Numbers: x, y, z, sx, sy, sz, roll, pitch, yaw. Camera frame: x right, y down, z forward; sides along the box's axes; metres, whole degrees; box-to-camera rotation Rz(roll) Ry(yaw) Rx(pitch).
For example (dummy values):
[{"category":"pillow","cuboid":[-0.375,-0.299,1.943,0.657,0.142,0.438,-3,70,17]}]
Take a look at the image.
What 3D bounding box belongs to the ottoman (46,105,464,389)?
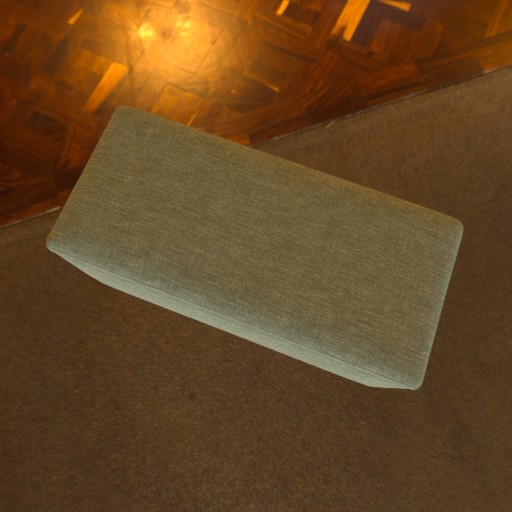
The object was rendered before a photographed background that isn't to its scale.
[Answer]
[{"category":"ottoman","cuboid":[0.000,0.000,1.188,0.902,0.432,0.419,20,76,5]}]
